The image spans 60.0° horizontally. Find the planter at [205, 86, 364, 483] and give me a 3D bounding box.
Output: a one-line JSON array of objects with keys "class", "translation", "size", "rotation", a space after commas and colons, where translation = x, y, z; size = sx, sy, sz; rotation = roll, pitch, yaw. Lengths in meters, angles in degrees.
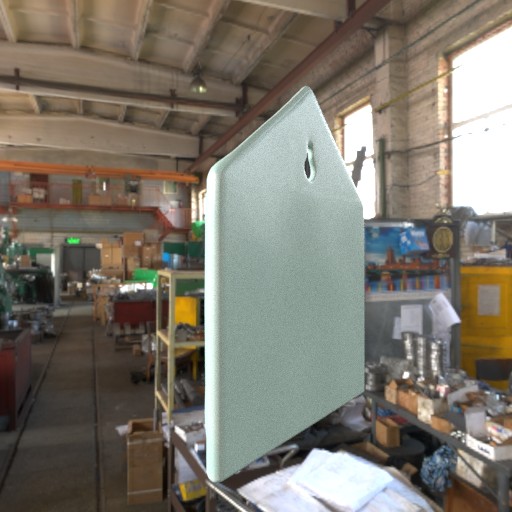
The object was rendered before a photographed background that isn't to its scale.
[{"class": "planter", "translation": [0.000, 0.000, 0.280], "size": [0.079, 0.197, 0.164], "rotation": [0, 0, 36]}]
